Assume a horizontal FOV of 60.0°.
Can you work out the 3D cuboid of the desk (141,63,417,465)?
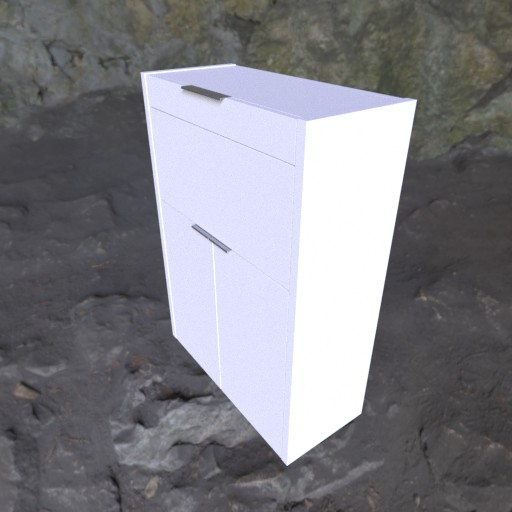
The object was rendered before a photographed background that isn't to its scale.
[{"bbox_3d":[0.000,0.000,1.624,0.390,1.190,0.850,-21,36,-31],"label":"desk"}]
